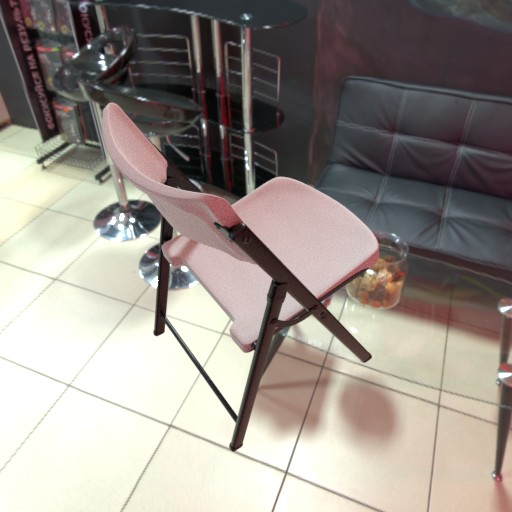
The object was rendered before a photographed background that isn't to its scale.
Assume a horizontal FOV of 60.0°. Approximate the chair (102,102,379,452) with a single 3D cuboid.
[{"bbox_3d":[0.000,0.000,1.124,0.577,0.765,0.482,-25,48,-25],"label":"chair"}]
